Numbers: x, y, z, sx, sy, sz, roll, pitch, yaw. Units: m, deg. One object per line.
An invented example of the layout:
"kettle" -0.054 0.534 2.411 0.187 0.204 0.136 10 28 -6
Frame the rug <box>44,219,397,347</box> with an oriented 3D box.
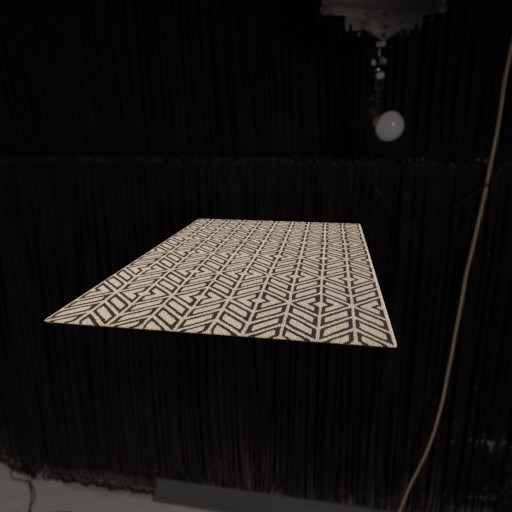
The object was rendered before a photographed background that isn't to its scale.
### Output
"rug" 0.000 0.000 3.006 1.523 0.008 2.438 3 16 9
